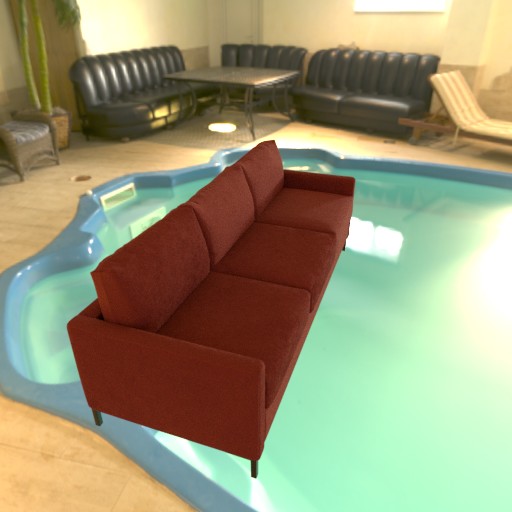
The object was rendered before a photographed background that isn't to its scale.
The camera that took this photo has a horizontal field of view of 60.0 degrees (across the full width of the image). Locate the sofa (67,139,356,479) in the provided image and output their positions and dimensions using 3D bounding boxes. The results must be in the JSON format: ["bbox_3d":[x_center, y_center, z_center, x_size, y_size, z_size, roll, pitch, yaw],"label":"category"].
[{"bbox_3d":[0.000,0.000,2.682,0.875,0.879,2.252,10,31,17],"label":"sofa"}]
